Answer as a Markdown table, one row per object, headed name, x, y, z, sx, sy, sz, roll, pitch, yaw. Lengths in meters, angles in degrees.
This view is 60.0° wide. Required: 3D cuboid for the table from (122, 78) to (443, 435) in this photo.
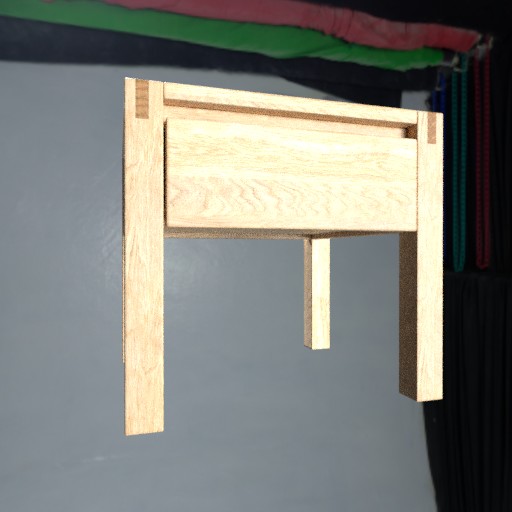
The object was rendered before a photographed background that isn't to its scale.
| name | x | y | z | sx | sy | sz | roll | pitch | yaw |
| --- | --- | --- | --- | --- | --- | --- | --- | --- | --- |
| table | 0.000 | 0.000 | 0.835 | 0.480 | 0.450 | 0.440 | 0 | 0 | -17 |
